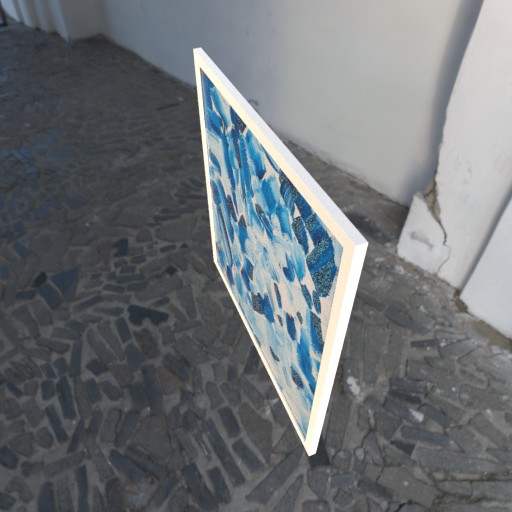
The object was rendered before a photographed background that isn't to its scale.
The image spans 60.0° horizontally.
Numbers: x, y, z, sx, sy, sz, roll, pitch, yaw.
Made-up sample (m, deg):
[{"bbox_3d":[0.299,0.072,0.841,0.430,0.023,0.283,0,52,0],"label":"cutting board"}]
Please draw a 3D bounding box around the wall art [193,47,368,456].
[{"bbox_3d":[0.000,0.000,0.678,0.012,0.457,0.457,-17,48,-16],"label":"wall art"}]
